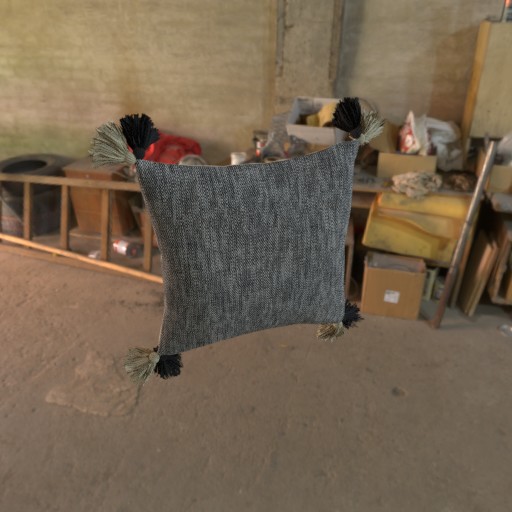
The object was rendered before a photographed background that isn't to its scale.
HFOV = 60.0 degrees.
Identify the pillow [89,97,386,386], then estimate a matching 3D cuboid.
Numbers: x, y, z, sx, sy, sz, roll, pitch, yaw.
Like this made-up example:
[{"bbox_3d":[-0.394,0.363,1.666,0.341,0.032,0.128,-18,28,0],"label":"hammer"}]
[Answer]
[{"bbox_3d":[0.000,0.000,1.002,0.654,0.659,0.170,-9,30,-16],"label":"pillow"}]
